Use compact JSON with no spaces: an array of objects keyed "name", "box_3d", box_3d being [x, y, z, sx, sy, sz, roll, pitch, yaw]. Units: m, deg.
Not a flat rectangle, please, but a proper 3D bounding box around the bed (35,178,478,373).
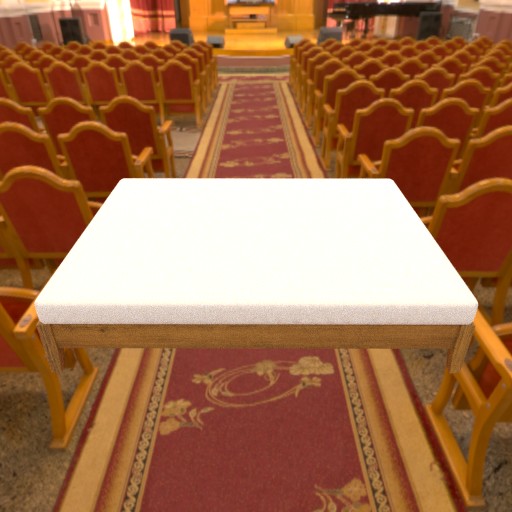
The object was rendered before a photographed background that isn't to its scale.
[{"name":"bed","box_3d":[0.000,0.000,2.727,2.016,0.431,1.536,0,31,0]}]
